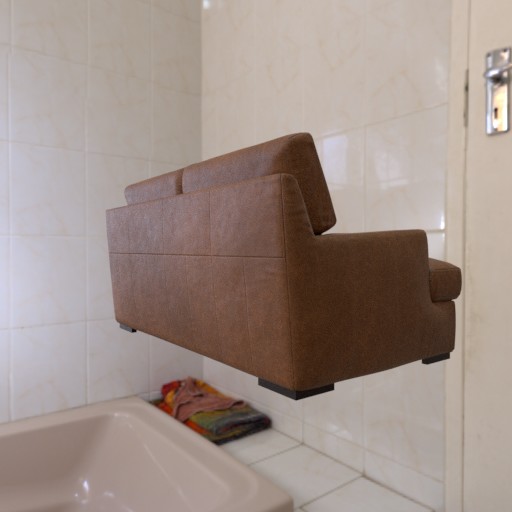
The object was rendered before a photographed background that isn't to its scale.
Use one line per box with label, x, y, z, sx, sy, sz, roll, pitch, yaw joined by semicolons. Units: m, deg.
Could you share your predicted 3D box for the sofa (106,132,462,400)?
sofa;0.000;0.000;2.509;1.144;0.966;1.880;-1;1;-37
